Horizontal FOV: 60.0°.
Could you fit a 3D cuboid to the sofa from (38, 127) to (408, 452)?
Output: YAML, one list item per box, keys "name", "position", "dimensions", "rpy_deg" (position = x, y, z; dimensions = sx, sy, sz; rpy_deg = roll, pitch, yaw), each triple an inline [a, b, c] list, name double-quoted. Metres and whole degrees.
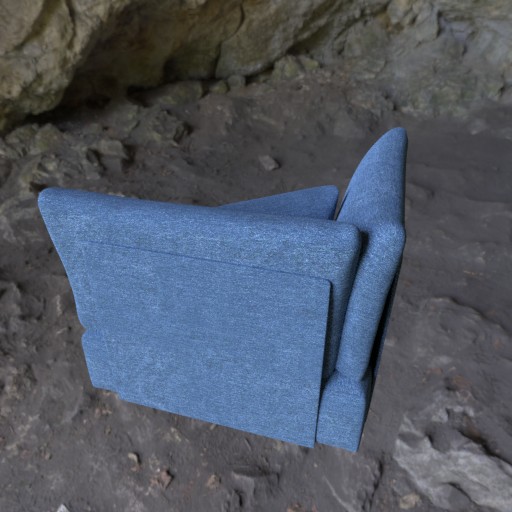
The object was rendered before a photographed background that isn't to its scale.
- name: "sofa"
  position: [0.000, 0.000, 1.699]
  dimensions: [1.000, 0.820, 1.000]
  rpy_deg: [9, 32, 14]
